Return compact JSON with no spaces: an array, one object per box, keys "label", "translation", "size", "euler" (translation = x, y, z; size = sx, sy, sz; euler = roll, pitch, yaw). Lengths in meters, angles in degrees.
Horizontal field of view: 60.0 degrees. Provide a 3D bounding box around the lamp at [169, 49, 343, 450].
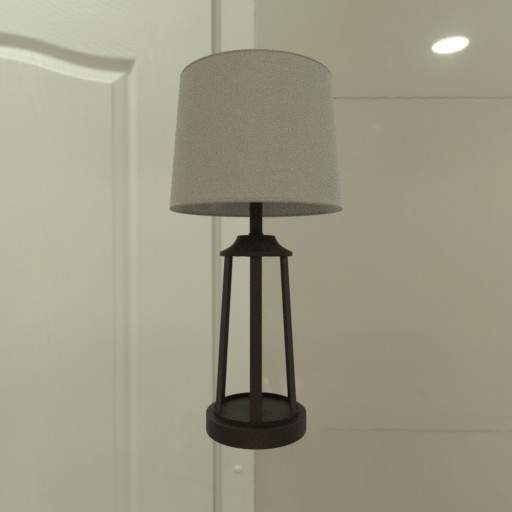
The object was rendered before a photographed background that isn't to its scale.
[{"label":"lamp","translation":[0.000,0.000,0.654],"size":[0.251,0.509,0.251],"euler":[0,1,0]}]
